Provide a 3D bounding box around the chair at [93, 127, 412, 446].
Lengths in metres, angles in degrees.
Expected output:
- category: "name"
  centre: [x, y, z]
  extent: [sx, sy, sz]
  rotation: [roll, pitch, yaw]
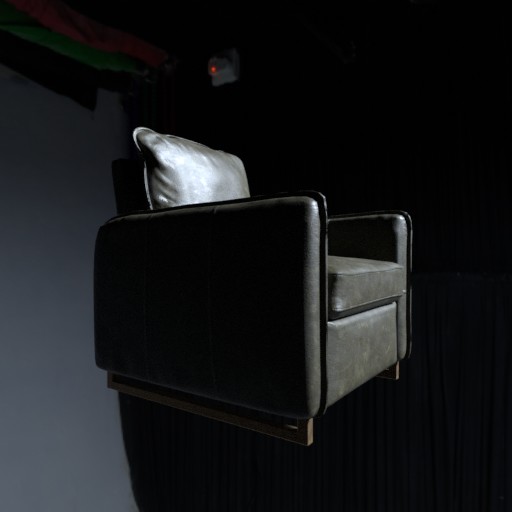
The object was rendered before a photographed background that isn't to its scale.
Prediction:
- category: "chair"
  centre: [0.000, 0.000, 1.610]
  extent: [0.921, 0.921, 0.830]
  rotation: [1, 1, 35]
